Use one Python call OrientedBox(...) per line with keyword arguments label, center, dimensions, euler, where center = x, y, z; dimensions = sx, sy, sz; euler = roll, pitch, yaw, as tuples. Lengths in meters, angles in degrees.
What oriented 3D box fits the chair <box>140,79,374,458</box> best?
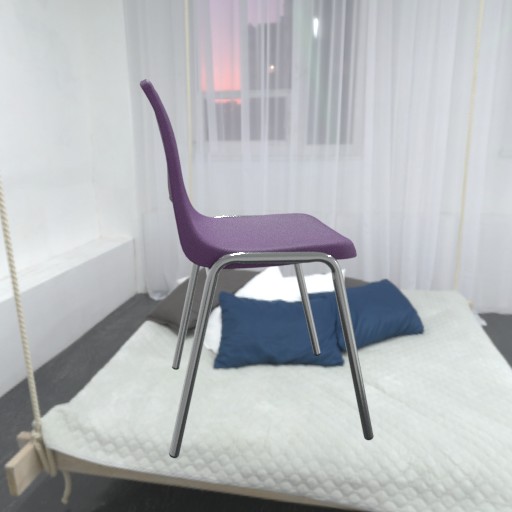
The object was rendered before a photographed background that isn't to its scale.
OrientedBox(label="chair", center=(0.000, 0.000, 0.961), dimensions=(0.432, 0.704, 0.381), euler=(-3, 16, -9))
